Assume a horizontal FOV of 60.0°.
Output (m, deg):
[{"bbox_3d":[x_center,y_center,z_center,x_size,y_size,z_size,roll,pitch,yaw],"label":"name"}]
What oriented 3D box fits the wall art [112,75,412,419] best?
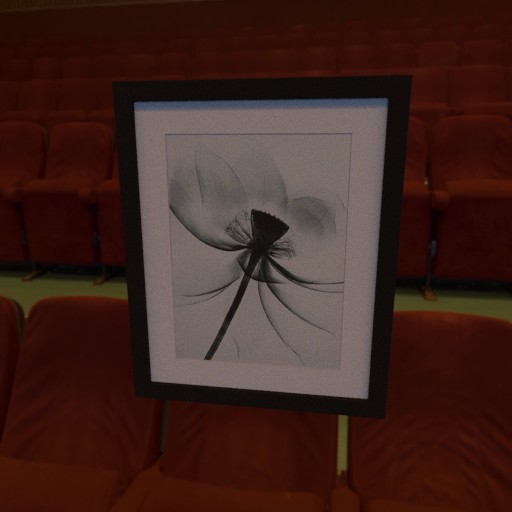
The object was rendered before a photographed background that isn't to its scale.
[{"bbox_3d":[0.000,0.000,0.749,0.457,0.559,0.029,2,14,8],"label":"wall art"}]
